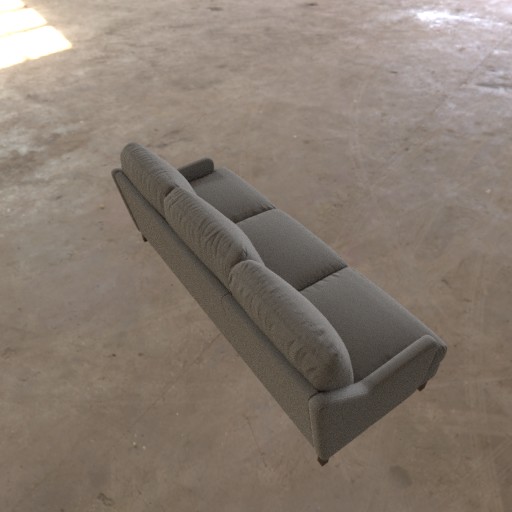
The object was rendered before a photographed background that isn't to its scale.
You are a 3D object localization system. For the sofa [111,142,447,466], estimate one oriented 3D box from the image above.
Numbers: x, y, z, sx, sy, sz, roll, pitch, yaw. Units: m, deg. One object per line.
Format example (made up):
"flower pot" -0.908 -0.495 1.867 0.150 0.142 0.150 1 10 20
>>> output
"sofa" 0.000 0.000 2.880 0.987 0.926 2.344 -25 47 -25
